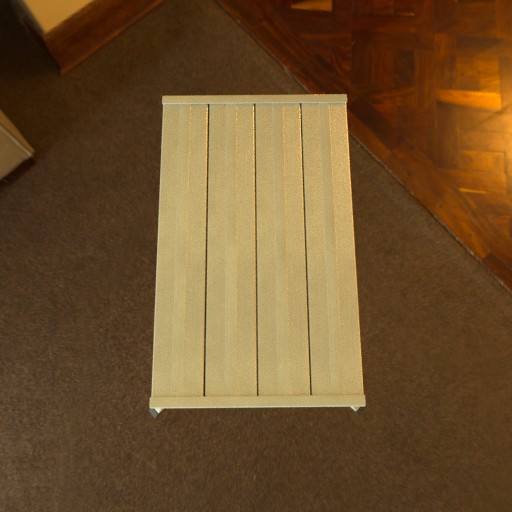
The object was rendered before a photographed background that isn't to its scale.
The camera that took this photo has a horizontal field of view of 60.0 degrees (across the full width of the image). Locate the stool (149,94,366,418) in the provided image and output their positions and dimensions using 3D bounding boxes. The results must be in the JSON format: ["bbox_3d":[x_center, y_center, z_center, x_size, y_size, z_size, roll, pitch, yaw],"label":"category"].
[{"bbox_3d":[0.000,0.000,0.735,0.385,0.225,0.535,-1,77,0],"label":"stool"}]
